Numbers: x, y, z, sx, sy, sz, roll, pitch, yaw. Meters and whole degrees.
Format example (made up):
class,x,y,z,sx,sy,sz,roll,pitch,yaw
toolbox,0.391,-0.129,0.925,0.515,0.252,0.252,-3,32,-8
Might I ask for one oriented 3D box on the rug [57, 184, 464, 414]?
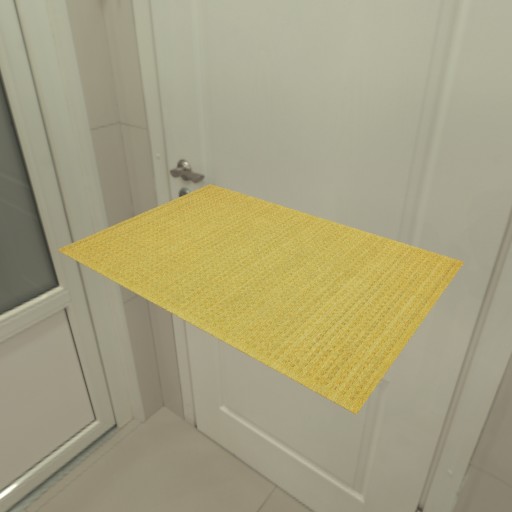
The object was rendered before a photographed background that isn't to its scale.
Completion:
class,x,y,z,sx,sy,sz,roll,pitch,yaw
rug,0.000,0.000,3.815,2.895,0.006,1.981,22,37,32
